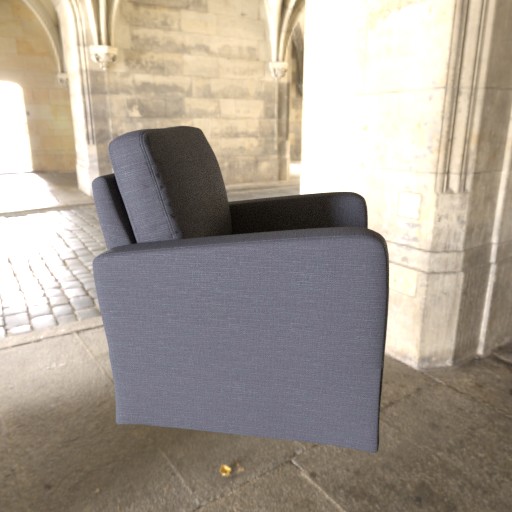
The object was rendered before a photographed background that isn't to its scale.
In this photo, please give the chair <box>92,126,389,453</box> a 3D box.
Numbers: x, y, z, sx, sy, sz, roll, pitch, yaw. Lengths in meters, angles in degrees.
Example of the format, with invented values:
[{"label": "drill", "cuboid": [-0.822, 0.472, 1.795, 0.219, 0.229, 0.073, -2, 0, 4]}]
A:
[{"label": "chair", "cuboid": [0.000, 0.000, 1.514, 0.863, 0.855, 0.798, 3, 16, 9]}]
